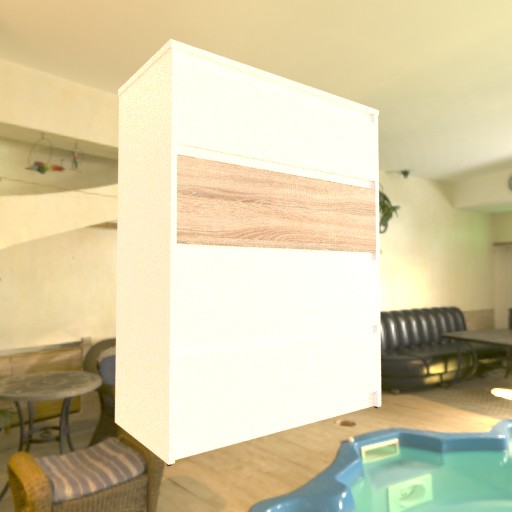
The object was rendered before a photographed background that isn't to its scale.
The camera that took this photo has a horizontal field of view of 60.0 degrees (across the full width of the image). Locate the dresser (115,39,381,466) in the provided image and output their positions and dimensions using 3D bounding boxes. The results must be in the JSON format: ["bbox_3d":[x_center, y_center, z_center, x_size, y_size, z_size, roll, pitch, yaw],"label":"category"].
[{"bbox_3d":[0.000,0.000,1.459,0.800,1.040,0.380,2,-3,-36],"label":"dresser"}]
